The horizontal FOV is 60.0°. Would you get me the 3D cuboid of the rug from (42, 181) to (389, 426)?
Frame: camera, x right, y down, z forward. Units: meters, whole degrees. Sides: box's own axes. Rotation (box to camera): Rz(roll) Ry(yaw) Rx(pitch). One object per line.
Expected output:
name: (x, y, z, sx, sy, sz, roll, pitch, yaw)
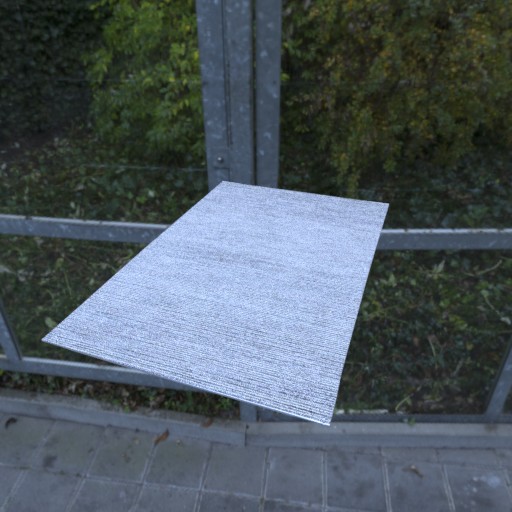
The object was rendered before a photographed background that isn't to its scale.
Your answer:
rug: (0.000, 0.000, 2.293, 1.159, 0.021, 1.789, 11, 33, 17)
